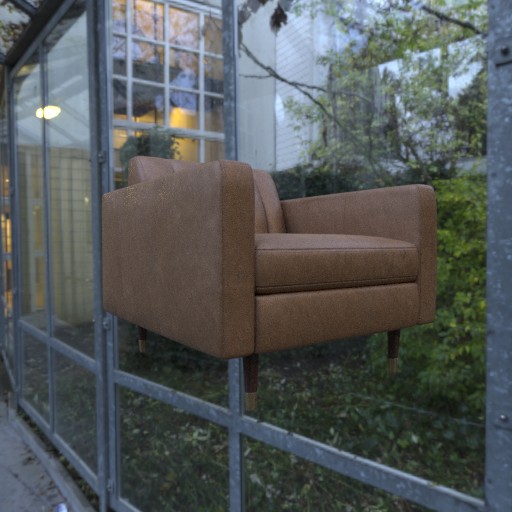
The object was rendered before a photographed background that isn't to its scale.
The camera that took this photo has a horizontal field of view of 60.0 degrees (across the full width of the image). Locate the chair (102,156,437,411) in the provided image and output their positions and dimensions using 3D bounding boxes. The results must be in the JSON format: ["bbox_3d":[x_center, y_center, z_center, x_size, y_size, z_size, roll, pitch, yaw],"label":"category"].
[{"bbox_3d":[0.000,0.000,1.714,0.953,0.819,0.998,-1,2,-35],"label":"chair"}]
